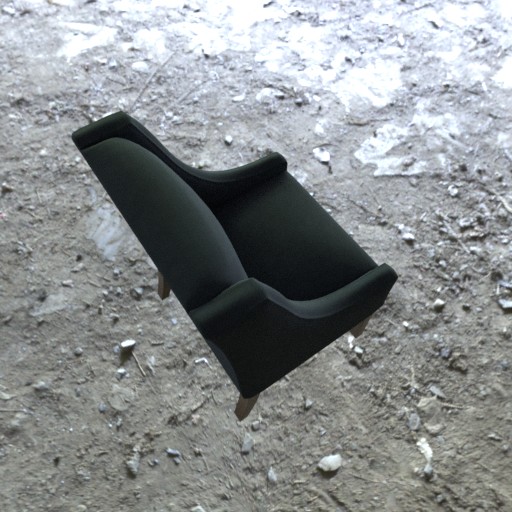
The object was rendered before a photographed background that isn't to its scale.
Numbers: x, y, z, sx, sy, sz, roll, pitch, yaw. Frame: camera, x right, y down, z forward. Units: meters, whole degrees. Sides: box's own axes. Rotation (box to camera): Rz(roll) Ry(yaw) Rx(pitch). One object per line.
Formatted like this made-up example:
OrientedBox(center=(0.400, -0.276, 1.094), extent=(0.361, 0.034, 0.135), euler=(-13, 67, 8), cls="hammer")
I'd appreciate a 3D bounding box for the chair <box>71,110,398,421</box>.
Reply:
OrientedBox(center=(0.000, 0.000, 1.353), extent=(0.629, 0.895, 0.629), euler=(-31, 64, -17), cls="chair")
